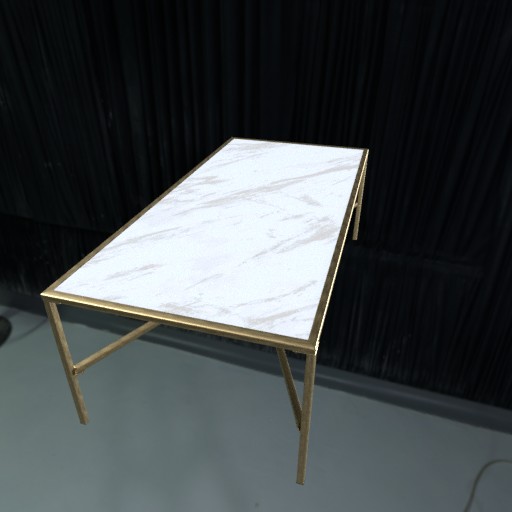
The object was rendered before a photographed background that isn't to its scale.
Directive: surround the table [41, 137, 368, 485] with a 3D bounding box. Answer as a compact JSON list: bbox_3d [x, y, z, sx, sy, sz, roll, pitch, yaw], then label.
[{"bbox_3d":[0.000,0.000,1.442,0.577,0.405,1.197,9,32,14],"label":"table"}]
